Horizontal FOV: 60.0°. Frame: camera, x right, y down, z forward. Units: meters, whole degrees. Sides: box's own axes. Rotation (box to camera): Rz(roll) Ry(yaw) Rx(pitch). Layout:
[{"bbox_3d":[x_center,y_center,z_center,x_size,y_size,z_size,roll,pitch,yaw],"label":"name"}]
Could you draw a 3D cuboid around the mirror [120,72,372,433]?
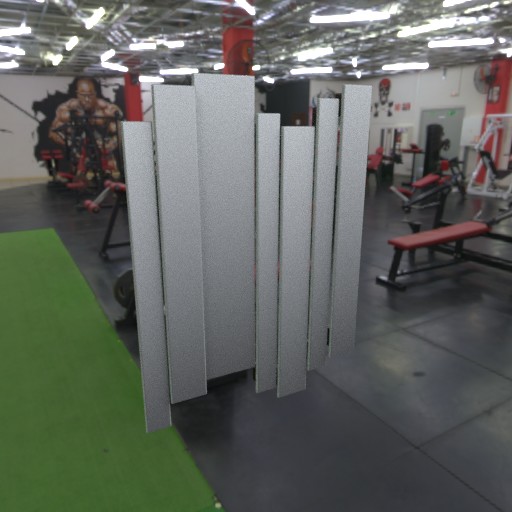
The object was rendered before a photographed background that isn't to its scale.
[{"bbox_3d":[0.000,0.000,0.809,0.445,0.611,0.058,-8,18,-26],"label":"mirror"}]
